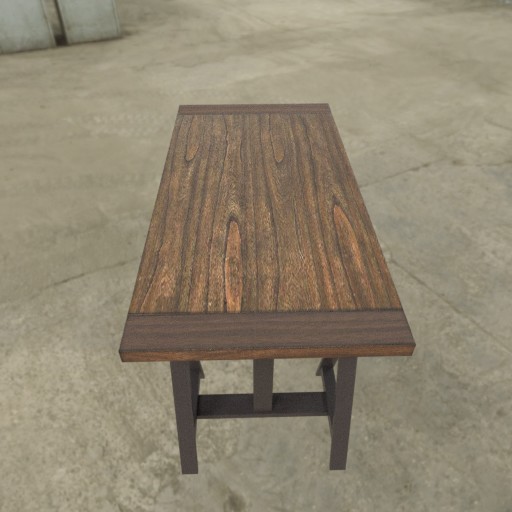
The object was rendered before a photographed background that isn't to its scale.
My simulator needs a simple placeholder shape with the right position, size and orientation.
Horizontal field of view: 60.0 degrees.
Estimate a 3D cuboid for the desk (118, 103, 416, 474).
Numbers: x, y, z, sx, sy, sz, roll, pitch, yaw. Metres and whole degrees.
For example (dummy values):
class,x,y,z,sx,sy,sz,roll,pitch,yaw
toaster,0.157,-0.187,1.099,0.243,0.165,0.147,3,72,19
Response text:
class,x,y,z,sx,sy,sz,roll,pitch,yaw
desk,0.000,0.000,1.941,0.784,0.725,1.543,-1,42,-1
